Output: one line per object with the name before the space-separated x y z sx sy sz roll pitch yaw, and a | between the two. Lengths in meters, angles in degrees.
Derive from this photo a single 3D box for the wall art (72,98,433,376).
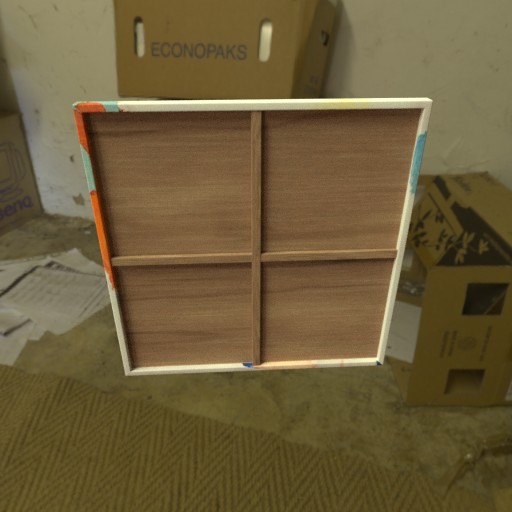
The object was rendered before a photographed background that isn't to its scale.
wall art | 0.000 0.000 1.515 1.017 1.017 0.044 -2 30 -3
